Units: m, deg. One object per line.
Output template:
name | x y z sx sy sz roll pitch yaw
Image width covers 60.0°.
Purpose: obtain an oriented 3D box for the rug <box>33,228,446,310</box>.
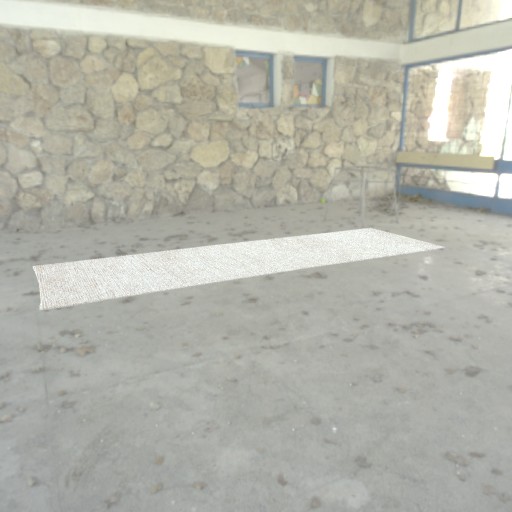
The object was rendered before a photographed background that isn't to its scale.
rug | 0.000 0.000 2.602 2.346 0.013 0.712 -7 17 -26
